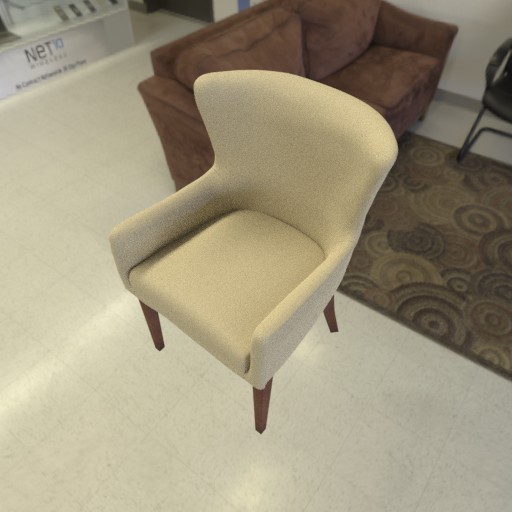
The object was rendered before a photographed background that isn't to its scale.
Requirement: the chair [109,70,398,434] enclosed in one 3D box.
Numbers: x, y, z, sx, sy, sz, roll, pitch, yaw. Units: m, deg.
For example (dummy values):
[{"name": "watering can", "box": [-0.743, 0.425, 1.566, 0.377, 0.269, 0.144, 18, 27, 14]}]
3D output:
[{"name": "chair", "box": [0.000, 0.000, 1.468, 0.660, 0.952, 0.686, 31, 54, 26]}]
